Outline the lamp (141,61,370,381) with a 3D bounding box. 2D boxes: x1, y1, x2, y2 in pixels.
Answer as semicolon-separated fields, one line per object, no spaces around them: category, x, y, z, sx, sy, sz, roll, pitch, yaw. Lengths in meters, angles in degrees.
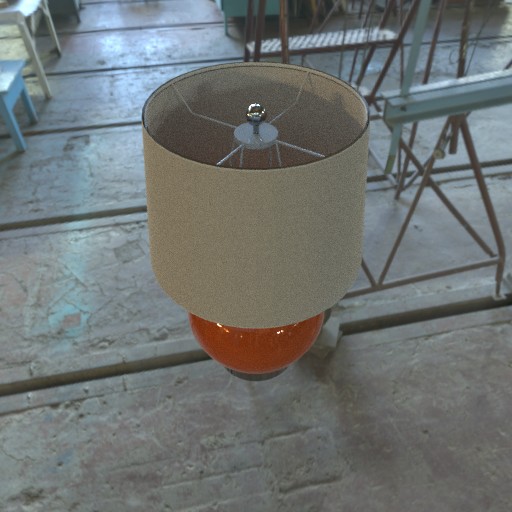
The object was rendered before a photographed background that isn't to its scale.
lamp;0.000;0.000;0.539;0.247;0.387;0.247;0;45;0
